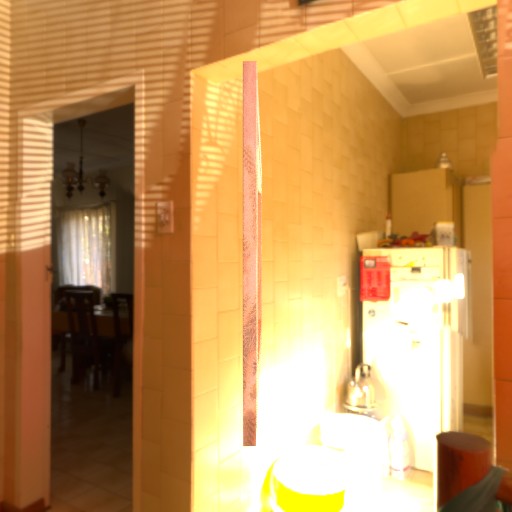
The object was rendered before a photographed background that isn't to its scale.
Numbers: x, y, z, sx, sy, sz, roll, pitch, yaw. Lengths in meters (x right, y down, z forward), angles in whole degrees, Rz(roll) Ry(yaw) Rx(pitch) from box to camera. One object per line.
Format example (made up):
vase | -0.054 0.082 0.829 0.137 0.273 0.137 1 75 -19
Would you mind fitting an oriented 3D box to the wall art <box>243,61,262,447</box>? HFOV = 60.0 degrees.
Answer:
wall art | 0.000 0.000 1.922 0.038 1.012 1.525 0 -1 1
